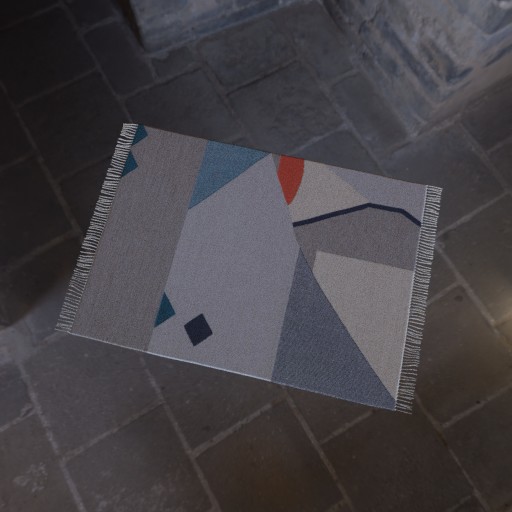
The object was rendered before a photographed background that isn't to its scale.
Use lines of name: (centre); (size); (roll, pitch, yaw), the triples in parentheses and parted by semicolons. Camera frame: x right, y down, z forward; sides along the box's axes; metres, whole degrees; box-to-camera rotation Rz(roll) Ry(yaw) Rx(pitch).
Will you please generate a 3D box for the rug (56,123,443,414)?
rug: (0.000, 0.000, 2.343); (1.828, 0.005, 1.220); (13, 76, 3)
